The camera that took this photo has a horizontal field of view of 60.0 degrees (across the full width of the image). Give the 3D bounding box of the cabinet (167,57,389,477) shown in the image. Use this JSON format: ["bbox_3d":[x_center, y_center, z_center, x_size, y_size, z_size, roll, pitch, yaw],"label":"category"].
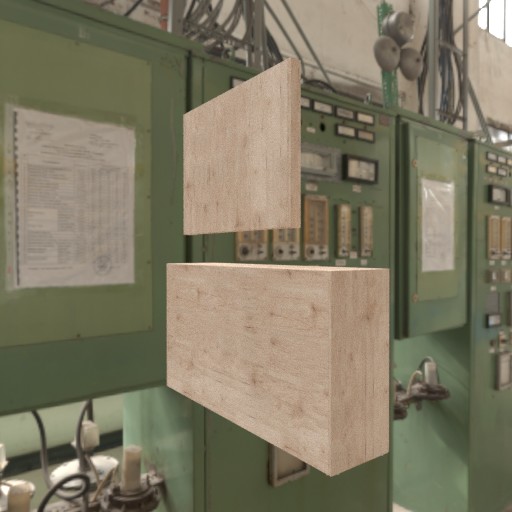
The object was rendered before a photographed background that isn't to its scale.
[{"bbox_3d":[0.000,0.000,2.789,0.420,1.981,1.700,0,1,-37],"label":"cabinet"}]
